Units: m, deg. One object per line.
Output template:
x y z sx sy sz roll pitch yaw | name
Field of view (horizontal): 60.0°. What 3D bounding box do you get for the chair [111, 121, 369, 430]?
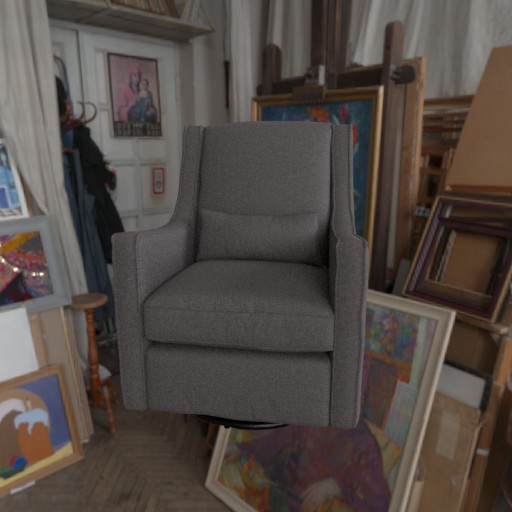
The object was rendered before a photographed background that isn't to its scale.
0.000 0.000 1.635 0.732 0.993 0.879 2 14 8 | chair
